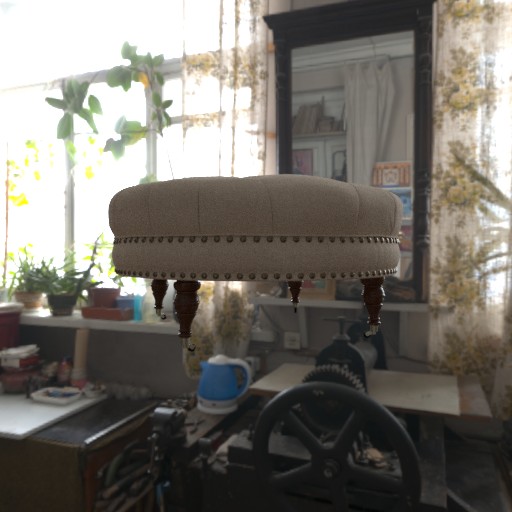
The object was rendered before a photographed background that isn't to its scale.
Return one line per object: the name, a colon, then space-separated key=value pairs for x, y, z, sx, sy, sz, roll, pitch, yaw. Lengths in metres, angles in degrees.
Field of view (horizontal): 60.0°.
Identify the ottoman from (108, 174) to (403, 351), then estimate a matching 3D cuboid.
ottoman: x=0.000 y=0.000 z=1.484 sx=0.940 sy=0.483 sz=0.940 roll=0 pitch=1 yaw=0
